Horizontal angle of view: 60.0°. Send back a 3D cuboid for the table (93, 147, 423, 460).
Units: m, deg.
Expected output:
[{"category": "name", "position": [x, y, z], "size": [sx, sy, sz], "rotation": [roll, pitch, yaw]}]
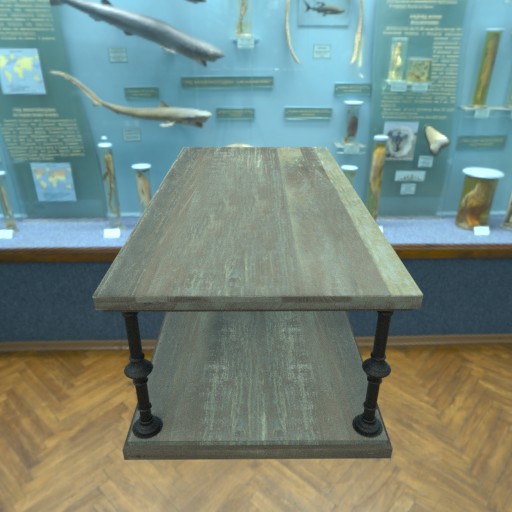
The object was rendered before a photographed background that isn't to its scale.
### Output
[{"category": "table", "position": [0.000, 0.000, 1.317], "size": [0.554, 0.399, 1.088], "rotation": [0, 27, 0]}]
